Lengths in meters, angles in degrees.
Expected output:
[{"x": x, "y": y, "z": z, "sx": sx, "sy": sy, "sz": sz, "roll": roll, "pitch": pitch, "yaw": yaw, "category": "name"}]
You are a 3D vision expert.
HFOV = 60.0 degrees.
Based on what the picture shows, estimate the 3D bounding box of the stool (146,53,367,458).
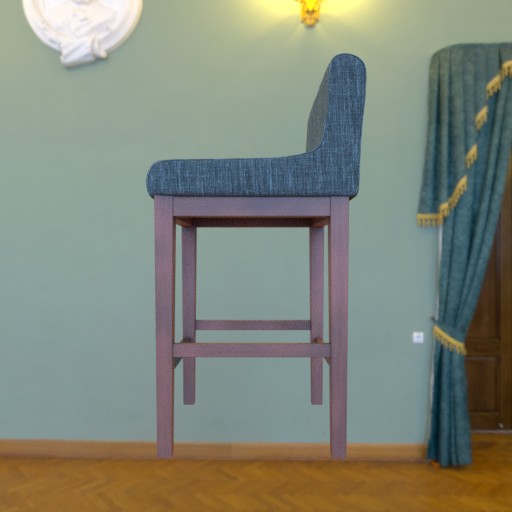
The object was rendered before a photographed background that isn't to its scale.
[{"x": 0.000, "y": 0.000, "z": 1.090, "sx": 0.459, "sy": 0.835, "sz": 0.395, "roll": 0, "pitch": 0, "yaw": 0, "category": "stool"}]
